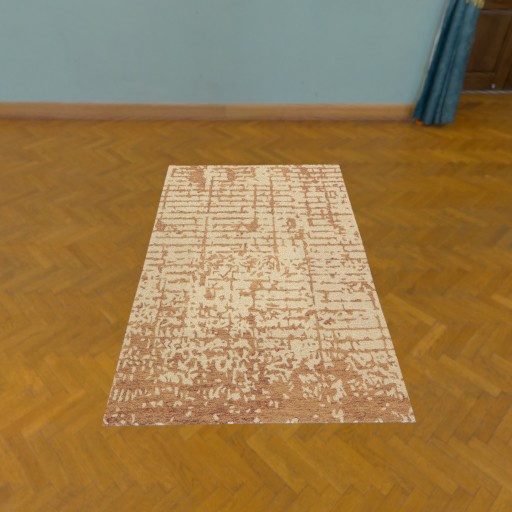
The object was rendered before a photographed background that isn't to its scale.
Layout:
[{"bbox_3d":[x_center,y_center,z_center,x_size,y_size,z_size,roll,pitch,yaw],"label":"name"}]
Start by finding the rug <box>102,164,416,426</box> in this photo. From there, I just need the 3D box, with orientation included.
[{"bbox_3d":[0.000,0.000,3.047,1.517,0.011,2.435,-1,42,-1],"label":"rug"}]
